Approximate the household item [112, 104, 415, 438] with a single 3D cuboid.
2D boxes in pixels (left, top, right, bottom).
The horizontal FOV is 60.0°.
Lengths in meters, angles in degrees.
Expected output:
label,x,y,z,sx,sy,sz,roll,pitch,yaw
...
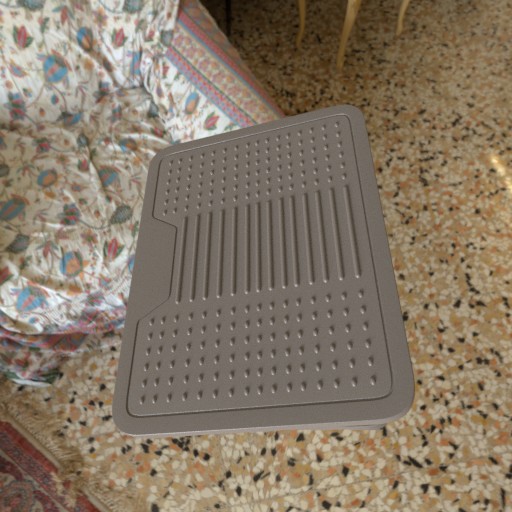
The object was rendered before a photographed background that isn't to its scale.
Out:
label,x,y,z,sx,sy,sz,roll,pitch,yaw
household item,0.000,0.000,0.520,0.301,0.126,0.390,0,59,0
